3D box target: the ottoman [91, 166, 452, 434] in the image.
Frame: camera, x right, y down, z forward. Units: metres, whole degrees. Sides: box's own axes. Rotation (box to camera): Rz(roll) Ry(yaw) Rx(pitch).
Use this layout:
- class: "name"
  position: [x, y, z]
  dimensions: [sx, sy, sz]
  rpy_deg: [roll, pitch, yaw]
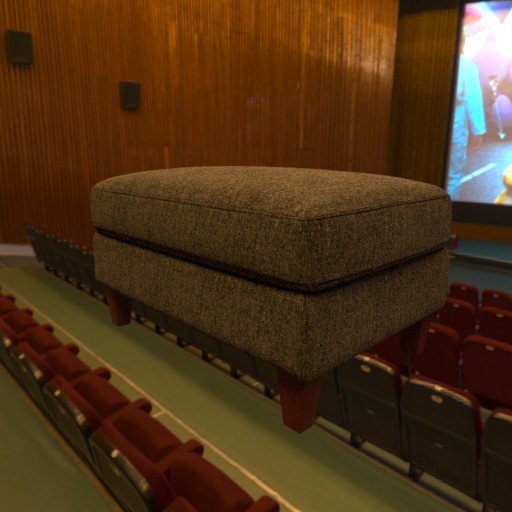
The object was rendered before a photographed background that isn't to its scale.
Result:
- class: "ottoman"
  position: [0.000, 0.000, 1.233]
  dimensions: [0.584, 0.483, 0.864]
  rpy_deg: [-13, 19, -42]
